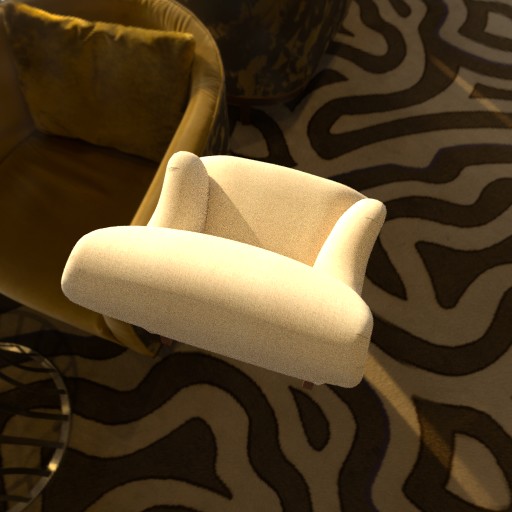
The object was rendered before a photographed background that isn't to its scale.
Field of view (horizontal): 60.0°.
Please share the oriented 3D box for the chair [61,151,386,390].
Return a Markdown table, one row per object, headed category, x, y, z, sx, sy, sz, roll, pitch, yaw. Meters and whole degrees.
| category | x | y | z | sx | sy | sz | roll | pitch | yaw |
| --- | --- | --- | --- | --- | --- | --- | --- | --- | --- |
| chair | 0.000 | 0.000 | 1.528 | 0.766 | 0.944 | 0.842 | 16 | 66 | 7 |
